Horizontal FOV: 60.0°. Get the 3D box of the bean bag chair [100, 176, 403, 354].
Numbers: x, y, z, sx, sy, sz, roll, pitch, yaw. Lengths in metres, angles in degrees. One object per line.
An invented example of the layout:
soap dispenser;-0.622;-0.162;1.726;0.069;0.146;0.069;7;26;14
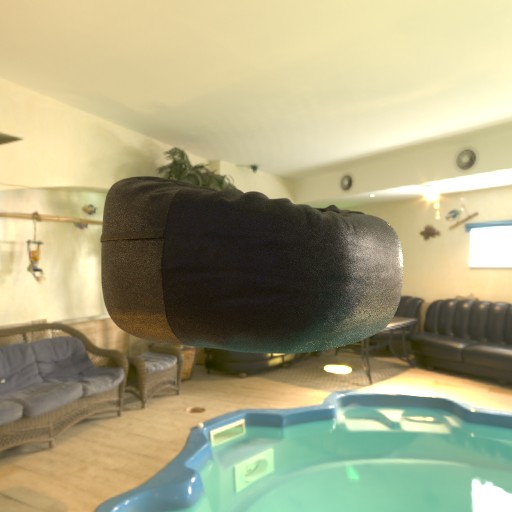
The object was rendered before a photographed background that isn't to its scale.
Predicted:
bean bag chair;0.000;0.000;2.432;1.524;0.878;1.524;-1;-1;35
